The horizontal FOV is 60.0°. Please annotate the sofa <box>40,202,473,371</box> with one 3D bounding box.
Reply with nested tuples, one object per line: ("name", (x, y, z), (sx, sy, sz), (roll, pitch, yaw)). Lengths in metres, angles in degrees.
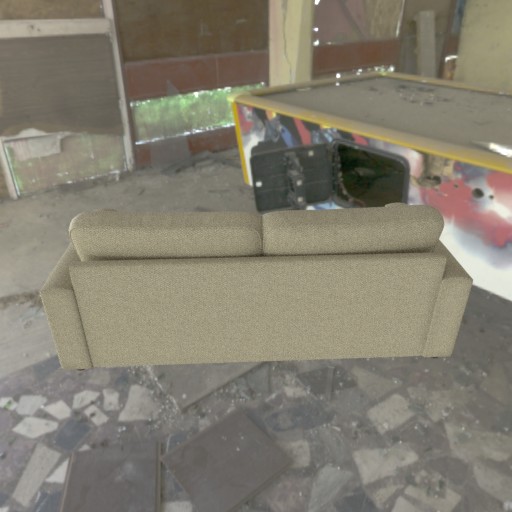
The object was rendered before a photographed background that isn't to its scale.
("sofa", (0.000, 0.000, 2.703), (2.179, 0.873, 1.016), (-1, 30, -2))
